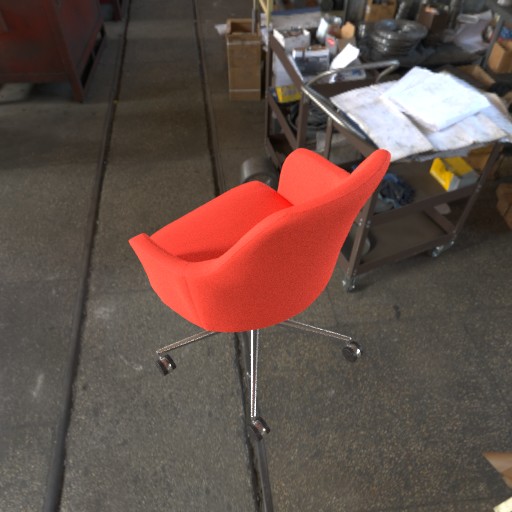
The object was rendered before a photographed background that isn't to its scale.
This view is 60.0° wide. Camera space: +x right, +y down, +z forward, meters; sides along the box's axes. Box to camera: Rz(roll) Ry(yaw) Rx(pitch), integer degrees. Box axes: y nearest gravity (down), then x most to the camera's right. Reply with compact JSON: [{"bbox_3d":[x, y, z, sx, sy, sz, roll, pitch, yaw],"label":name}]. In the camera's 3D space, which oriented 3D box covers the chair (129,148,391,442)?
[{"bbox_3d":[0.000,0.000,1.240,0.655,0.820,0.600,-33,56,-26],"label":"chair"}]
